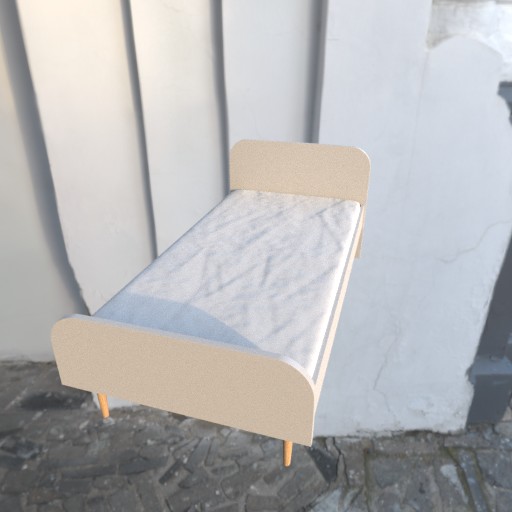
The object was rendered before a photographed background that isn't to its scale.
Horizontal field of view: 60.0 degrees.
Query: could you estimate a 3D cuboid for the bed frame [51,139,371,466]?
[{"bbox_3d":[0.000,0.000,2.381,0.998,0.805,1.963,8,28,15],"label":"bed frame"}]
